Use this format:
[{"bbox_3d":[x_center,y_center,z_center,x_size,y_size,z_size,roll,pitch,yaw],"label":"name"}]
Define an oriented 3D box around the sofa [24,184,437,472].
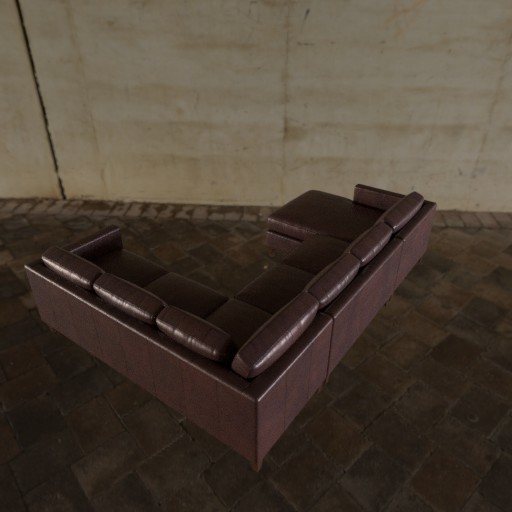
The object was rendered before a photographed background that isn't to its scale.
[{"bbox_3d":[0.000,0.000,4.423,2.452,0.891,3.324,21,37,30],"label":"sofa"}]
